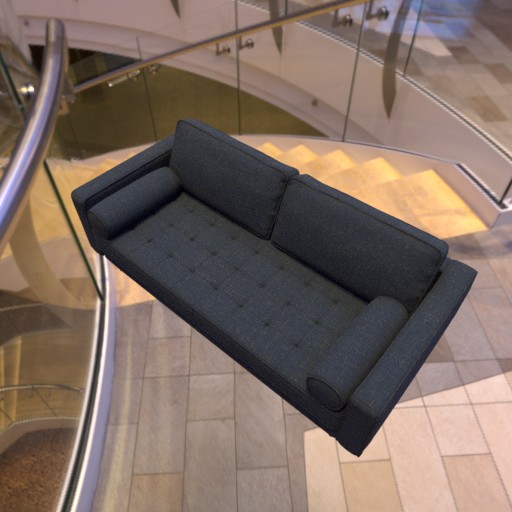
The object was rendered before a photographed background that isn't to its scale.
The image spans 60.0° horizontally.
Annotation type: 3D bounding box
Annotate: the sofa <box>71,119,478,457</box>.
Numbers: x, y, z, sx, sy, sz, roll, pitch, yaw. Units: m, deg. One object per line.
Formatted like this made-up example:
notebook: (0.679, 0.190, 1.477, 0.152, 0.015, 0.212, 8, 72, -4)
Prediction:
sofa: (0.000, 0.000, 2.301, 1.880, 0.762, 0.914, 32, 55, 26)
